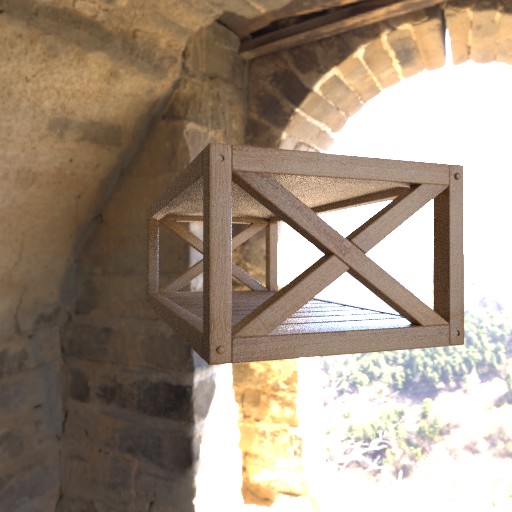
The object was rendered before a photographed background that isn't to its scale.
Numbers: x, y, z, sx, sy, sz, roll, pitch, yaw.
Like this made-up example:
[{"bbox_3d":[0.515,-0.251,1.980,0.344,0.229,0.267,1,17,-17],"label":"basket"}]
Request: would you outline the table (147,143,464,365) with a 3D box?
[{"bbox_3d":[0.000,0.000,1.628,0.660,0.457,1.321,0,0,-19],"label":"table"}]
